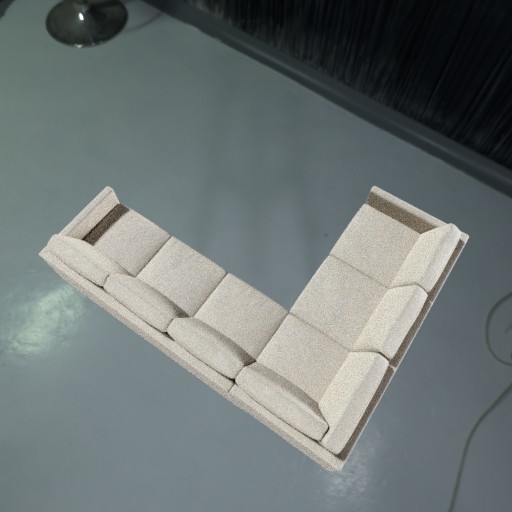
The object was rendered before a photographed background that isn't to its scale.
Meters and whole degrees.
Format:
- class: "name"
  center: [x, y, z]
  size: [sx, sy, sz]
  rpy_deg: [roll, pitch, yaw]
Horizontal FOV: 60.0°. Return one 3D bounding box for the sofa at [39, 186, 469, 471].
- class: "sofa"
  center: [0.000, 0.000, 4.303]
  size: [3.182, 0.863, 2.432]
  rpy_deg: [32, 68, 14]
